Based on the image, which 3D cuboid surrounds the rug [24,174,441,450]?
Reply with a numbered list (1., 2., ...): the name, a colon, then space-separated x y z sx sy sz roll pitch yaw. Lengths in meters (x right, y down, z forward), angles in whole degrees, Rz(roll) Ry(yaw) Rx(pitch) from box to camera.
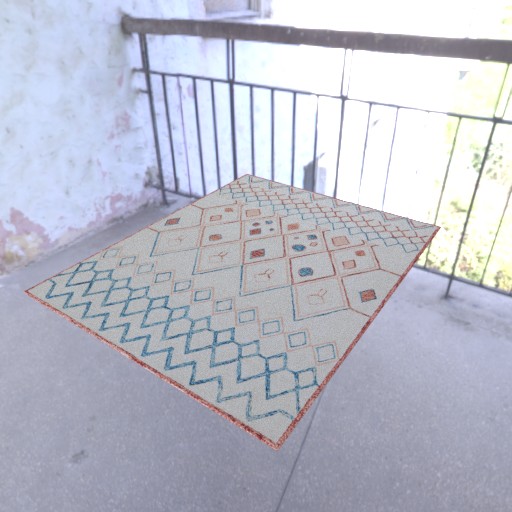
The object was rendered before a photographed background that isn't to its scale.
1. rug: 0.000 0.000 4.027 2.441 0.016 3.050 21 38 29
